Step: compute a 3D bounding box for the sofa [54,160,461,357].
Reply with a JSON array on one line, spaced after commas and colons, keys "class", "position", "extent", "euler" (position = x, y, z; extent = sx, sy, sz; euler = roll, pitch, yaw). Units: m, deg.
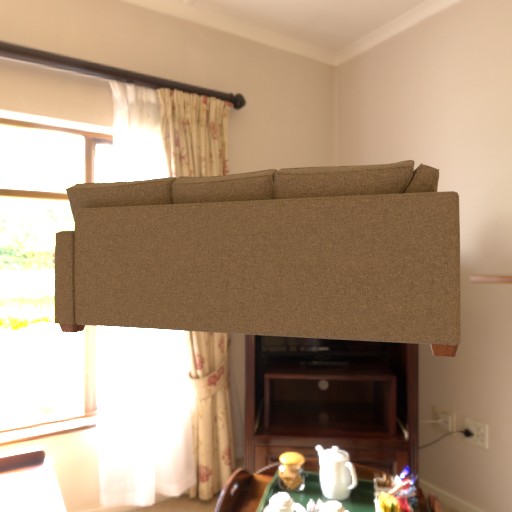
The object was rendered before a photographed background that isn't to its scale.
[{"class": "sofa", "position": [0.000, 0.000, 2.878], "extent": [2.317, 0.962, 1.061], "euler": [0, -1, 19]}]
